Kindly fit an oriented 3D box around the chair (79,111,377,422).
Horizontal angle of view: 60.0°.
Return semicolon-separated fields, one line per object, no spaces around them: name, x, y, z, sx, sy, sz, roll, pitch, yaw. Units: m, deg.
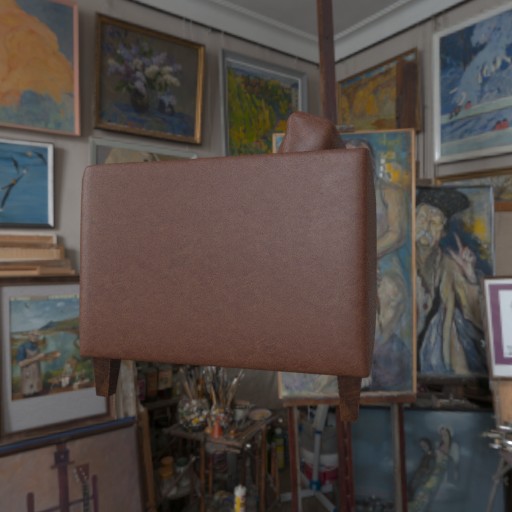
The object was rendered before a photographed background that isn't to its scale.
chair;0.000;0.000;1.833;0.959;0.917;1.107;0;1;16
